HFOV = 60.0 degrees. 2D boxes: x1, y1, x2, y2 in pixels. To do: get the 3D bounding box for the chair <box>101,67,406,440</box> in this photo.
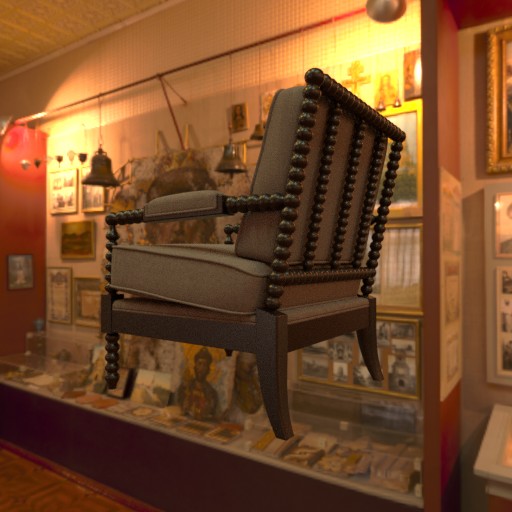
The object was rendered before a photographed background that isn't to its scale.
[{"bbox_3d":[0.000,0.000,1.134,0.622,0.661,0.540,0,-1,36],"label":"chair"}]
